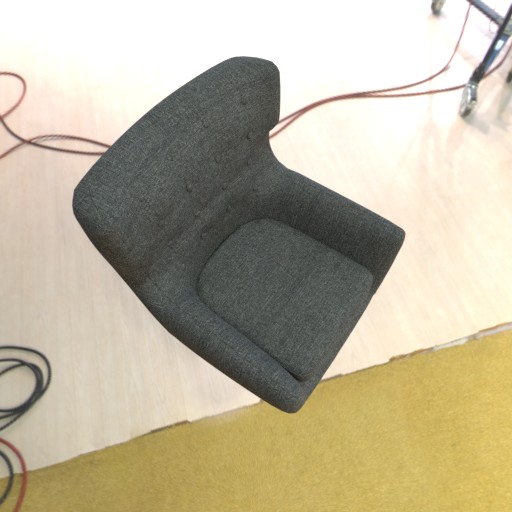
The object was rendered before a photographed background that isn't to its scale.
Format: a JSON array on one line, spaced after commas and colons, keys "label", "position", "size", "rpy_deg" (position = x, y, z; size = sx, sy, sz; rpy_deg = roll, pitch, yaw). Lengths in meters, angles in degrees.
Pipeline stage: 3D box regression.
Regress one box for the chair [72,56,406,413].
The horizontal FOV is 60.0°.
[{"label": "chair", "position": [0.000, 0.000, 1.751], "size": [0.904, 1.063, 0.878], "rpy_deg": [32, 64, 17]}]
